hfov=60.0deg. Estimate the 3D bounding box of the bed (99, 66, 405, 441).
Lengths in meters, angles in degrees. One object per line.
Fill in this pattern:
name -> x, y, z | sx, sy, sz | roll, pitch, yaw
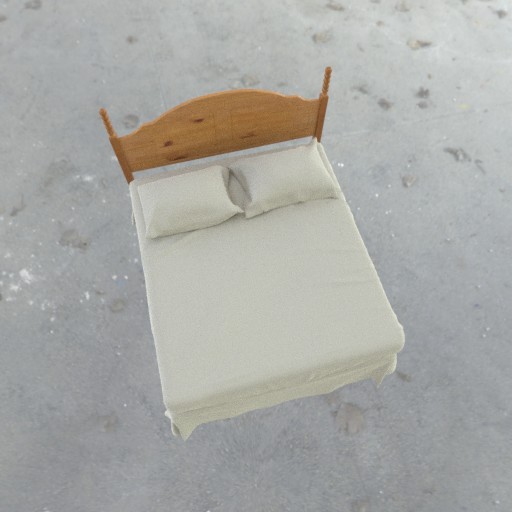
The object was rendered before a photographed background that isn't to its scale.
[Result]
bed -> 0.000, 0.000, 3.209 | 1.873, 1.356, 2.040 | -13, 63, -7
